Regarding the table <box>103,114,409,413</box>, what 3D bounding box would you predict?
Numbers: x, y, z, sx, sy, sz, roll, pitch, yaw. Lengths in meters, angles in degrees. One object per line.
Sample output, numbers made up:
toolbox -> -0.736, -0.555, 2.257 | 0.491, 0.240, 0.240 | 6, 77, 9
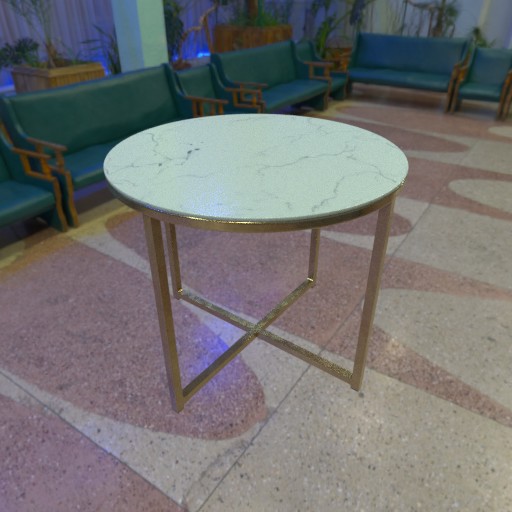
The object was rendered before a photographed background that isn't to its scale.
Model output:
table -> 0.000, 0.000, 0.867 | 0.500, 0.420, 0.500 | 0, 32, 0
